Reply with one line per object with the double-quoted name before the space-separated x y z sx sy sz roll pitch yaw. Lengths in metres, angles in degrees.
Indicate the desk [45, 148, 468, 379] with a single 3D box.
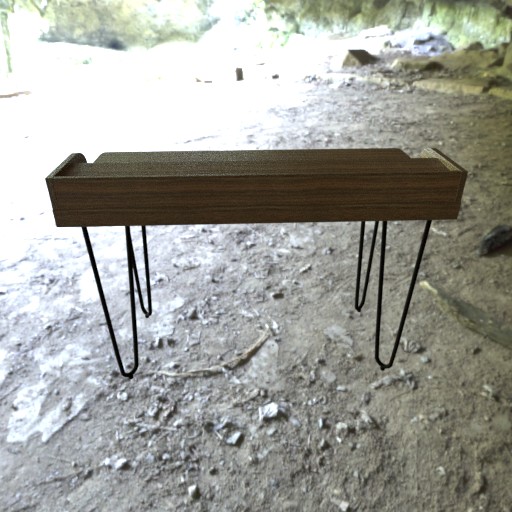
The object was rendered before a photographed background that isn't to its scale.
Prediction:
"desk" 0.000 0.000 1.707 1.200 0.854 0.565 -1 30 -2
